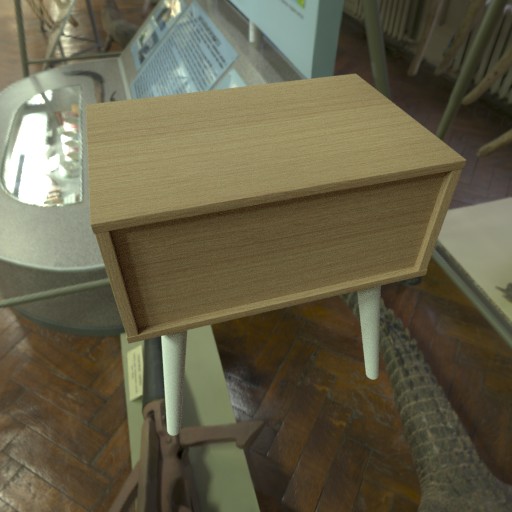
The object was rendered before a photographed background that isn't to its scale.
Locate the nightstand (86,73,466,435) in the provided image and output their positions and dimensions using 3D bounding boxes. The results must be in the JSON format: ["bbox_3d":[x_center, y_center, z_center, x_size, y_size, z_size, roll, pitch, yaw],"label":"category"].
[{"bbox_3d":[0.000,0.000,0.986,0.571,0.610,0.407,-11,43,-12],"label":"nightstand"}]
